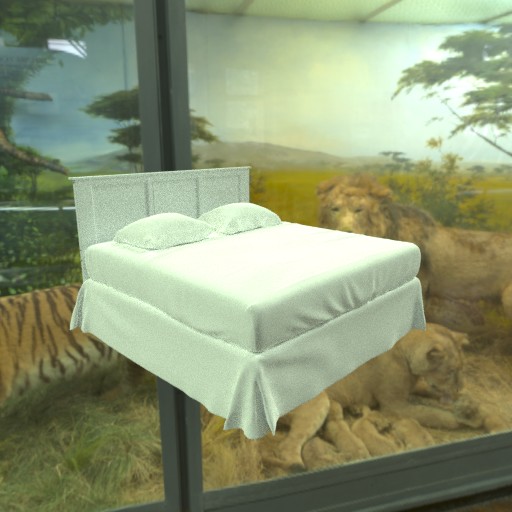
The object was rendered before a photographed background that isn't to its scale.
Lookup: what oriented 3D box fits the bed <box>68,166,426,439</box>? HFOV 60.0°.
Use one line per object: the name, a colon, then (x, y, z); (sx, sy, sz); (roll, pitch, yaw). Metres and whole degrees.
bed: (0.000, 0.000, 3.651); (2.215, 1.273, 2.317); (14, 20, 43)
